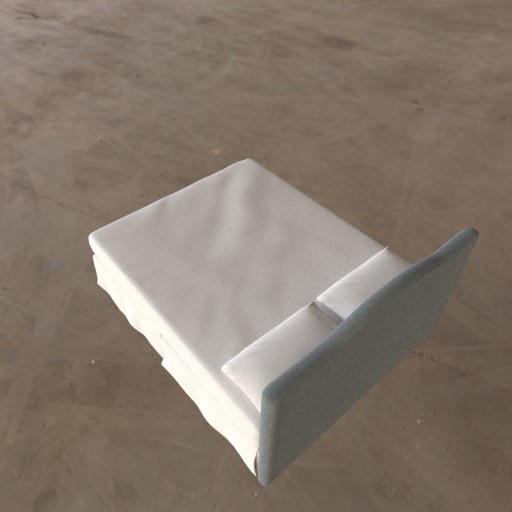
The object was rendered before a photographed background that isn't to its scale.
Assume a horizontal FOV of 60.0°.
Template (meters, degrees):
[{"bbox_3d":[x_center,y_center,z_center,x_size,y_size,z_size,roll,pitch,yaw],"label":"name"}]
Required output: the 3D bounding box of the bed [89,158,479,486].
[{"bbox_3d":[0.000,0.000,3.934,2.161,1.457,2.689,-31,54,-27],"label":"bed"}]
